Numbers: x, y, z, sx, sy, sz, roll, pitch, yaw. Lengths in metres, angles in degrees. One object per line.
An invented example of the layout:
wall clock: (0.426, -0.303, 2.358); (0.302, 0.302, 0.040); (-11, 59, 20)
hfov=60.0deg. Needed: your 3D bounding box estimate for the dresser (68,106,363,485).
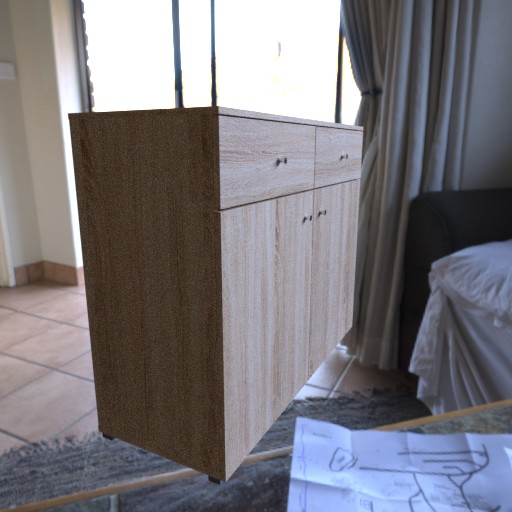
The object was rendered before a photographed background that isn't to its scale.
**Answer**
dresser: (0.000, 0.000, 1.551); (0.450, 0.900, 1.100); (7, 16, 27)
